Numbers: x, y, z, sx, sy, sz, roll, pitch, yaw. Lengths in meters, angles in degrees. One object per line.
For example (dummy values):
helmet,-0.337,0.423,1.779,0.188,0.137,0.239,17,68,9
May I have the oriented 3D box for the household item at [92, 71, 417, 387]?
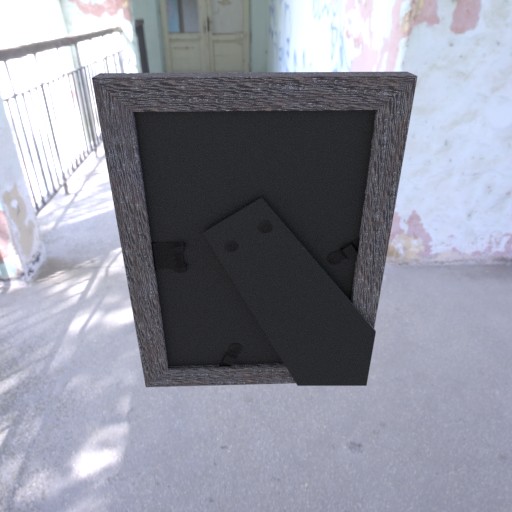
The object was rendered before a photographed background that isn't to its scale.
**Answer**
household item,0.000,0.000,0.275,0.160,0.210,0.020,-1,30,-2
